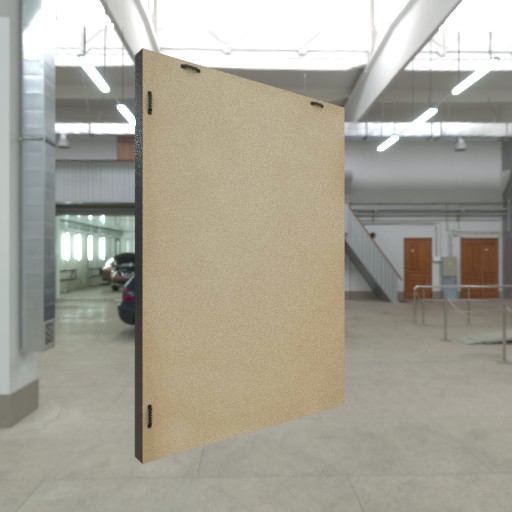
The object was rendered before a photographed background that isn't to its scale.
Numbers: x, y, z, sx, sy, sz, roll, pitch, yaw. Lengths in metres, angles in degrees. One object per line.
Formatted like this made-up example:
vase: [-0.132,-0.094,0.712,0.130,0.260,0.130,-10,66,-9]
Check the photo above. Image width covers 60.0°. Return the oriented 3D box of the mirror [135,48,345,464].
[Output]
mirror: [0.000,0.000,0.920,0.507,0.710,0.040,0,0,-37]
